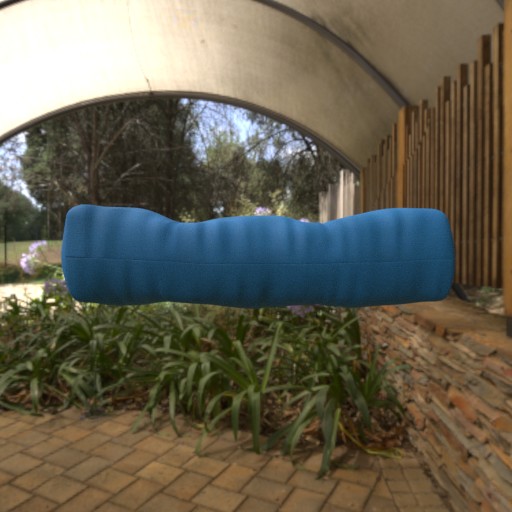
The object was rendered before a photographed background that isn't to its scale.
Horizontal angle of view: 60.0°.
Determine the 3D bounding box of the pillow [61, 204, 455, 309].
[{"bbox_3d":[0.000,0.000,0.737,0.468,0.128,0.490,0,1,-2],"label":"pillow"}]
